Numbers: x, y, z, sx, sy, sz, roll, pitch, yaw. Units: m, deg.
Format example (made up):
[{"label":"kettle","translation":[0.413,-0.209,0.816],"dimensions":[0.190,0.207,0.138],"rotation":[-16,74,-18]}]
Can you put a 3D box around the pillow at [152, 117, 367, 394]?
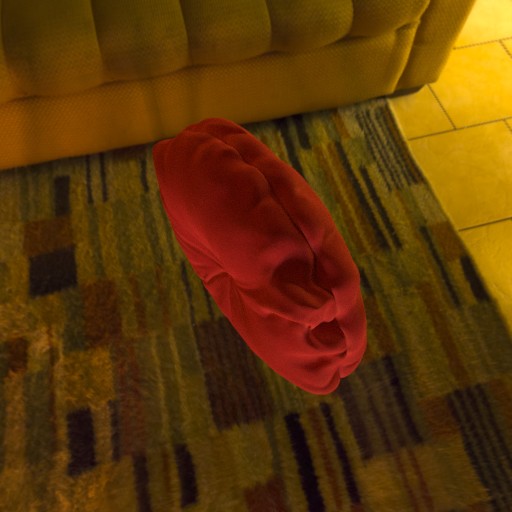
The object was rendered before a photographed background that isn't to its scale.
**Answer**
[{"label":"pillow","translation":[0.000,0.000,0.655],"dimensions":[0.148,0.407,0.428],"rotation":[-32,68,-15]}]
